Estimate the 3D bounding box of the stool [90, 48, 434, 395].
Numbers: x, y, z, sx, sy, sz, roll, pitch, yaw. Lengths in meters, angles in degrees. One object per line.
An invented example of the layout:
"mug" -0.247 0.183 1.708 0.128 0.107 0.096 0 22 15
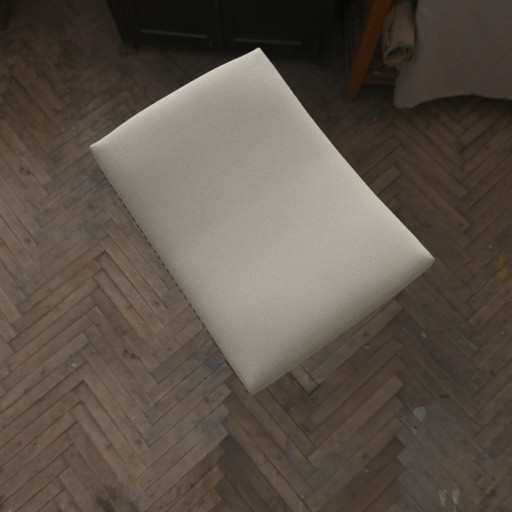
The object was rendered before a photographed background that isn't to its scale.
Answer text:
"stool" 0.000 0.000 1.059 0.372 0.742 0.504 -34 77 -9
